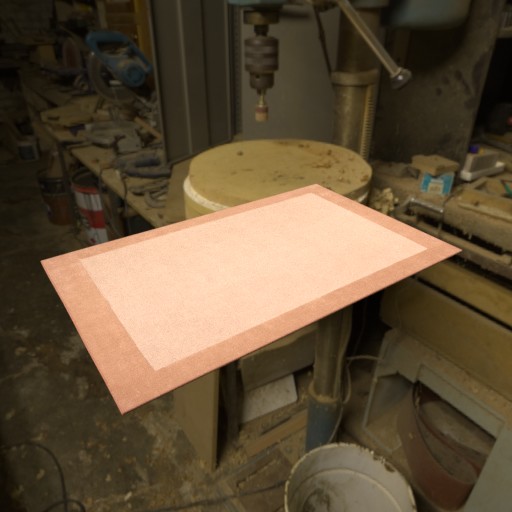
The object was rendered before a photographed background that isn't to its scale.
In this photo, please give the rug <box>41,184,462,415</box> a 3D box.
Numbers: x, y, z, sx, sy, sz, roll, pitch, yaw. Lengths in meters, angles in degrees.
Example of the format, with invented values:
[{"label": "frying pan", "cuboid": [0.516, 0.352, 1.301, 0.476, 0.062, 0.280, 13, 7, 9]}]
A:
[{"label": "rug", "cuboid": [0.000, 0.000, 3.011, 2.438, 0.014, 1.524, -20, 36, -29]}]
